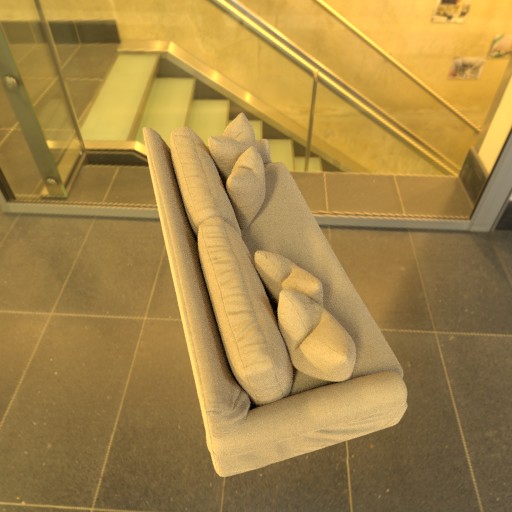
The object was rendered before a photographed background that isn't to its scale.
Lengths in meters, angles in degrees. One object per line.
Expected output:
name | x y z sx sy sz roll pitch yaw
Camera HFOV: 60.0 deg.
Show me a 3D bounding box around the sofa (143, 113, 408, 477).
sofa | 0.000 0.000 2.766 1.067 0.904 2.285 -12 48 -11
